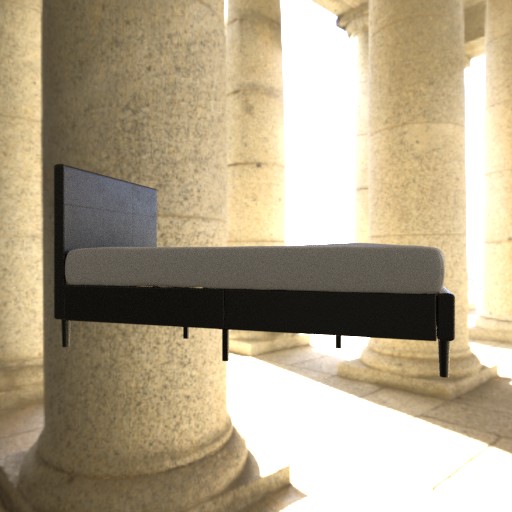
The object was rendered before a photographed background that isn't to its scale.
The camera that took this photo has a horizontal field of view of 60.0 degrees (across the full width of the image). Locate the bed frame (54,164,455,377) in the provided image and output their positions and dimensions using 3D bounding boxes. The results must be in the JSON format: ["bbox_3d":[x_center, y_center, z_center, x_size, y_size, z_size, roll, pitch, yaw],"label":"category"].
[{"bbox_3d":[0.000,0.000,2.534,2.152,1.046,1.038,0,0,18],"label":"bed frame"}]
